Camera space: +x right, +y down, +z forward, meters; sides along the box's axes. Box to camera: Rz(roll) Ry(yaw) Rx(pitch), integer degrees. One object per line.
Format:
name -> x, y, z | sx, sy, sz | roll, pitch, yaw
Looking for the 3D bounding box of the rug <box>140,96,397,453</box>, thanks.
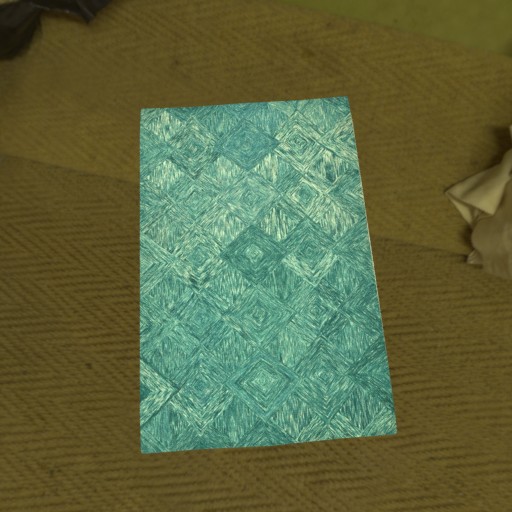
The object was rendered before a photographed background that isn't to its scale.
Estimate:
rug -> 0.000, 0.000, 2.171 | 1.136, 0.017, 1.728 | -4, 74, -1
